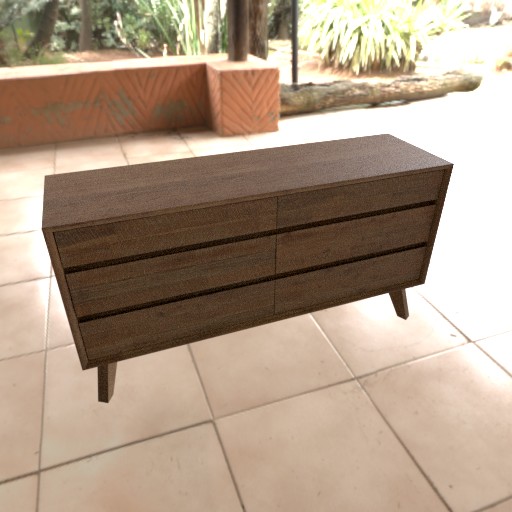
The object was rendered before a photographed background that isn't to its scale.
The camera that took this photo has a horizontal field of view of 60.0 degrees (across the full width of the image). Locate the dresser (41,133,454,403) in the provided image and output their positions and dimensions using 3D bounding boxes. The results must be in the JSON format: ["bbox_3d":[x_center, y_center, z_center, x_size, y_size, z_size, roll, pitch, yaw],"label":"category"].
[{"bbox_3d":[0.000,0.000,1.959,1.554,0.805,0.455,-11,34,-18],"label":"dresser"}]
